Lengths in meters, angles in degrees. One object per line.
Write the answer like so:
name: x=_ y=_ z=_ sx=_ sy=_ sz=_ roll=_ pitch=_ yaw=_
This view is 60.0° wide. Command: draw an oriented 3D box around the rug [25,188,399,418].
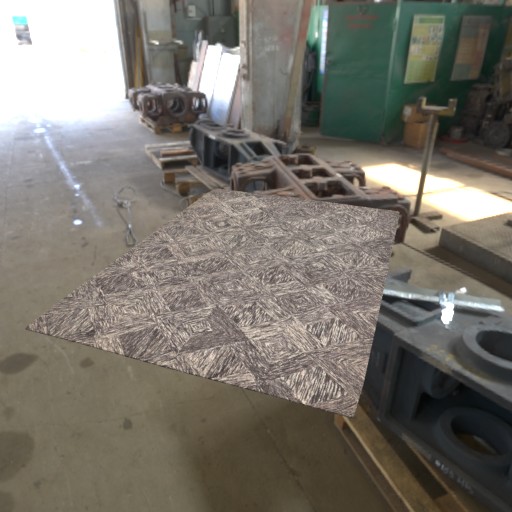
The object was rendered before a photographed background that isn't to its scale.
rug: x=0.000 y=0.000 z=5.251 sx=2.997 sy=0.020 sz=4.093 roll=10 pitch=29 yaw=18
